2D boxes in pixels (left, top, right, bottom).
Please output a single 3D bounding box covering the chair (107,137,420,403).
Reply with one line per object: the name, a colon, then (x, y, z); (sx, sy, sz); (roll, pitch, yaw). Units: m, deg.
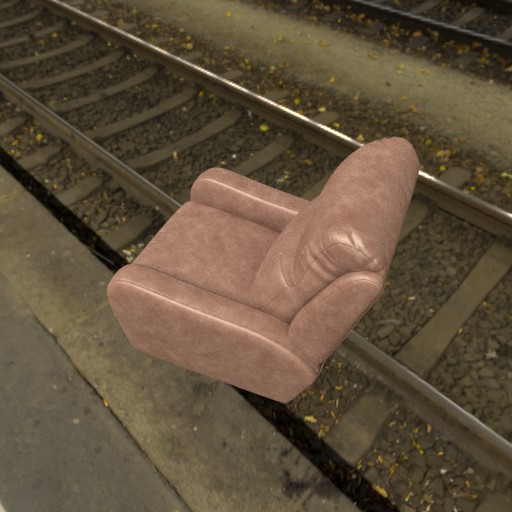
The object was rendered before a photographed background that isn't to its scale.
chair: (0.000, 0.000, 1.894); (1.067, 1.067, 0.865); (17, 49, 16)
